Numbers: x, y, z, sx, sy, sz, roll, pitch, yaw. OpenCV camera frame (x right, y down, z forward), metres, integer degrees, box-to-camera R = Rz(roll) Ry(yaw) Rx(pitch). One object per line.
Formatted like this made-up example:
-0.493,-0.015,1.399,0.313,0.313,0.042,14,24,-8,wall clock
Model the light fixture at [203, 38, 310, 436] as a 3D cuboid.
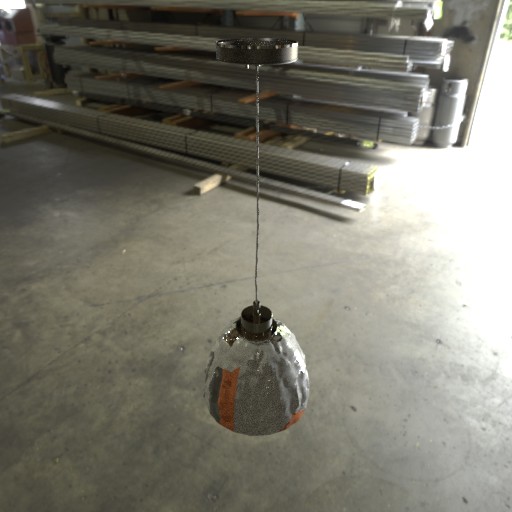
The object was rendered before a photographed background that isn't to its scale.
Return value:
0.000,0.000,1.729,0.500,1.511,0.496,10,32,17,light fixture
